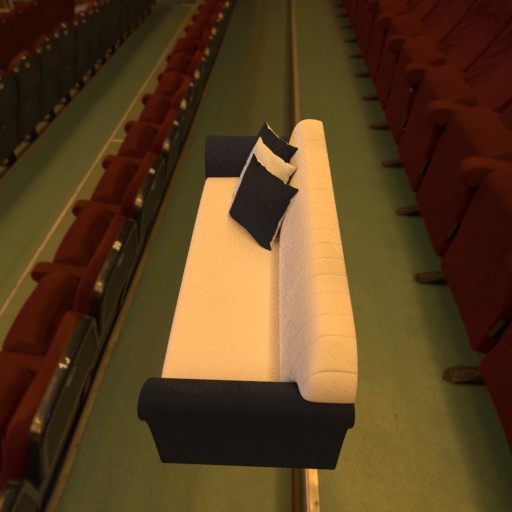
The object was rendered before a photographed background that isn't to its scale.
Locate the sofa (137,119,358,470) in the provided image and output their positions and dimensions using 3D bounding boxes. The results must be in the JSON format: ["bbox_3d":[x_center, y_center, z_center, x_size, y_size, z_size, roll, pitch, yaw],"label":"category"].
[{"bbox_3d":[0.000,0.000,2.357,0.749,0.789,2.006,2,42,2],"label":"sofa"}]
